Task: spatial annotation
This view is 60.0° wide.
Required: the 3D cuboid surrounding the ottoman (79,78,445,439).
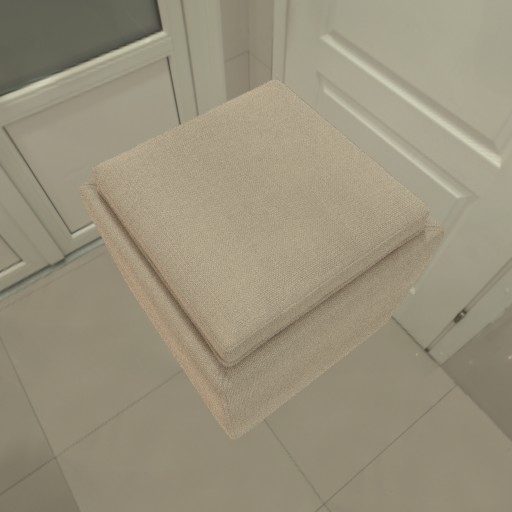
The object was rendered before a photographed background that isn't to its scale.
[{"bbox_3d":[0.000,0.000,0.856,0.450,0.460,0.451,-32,64,-18],"label":"ottoman"}]
